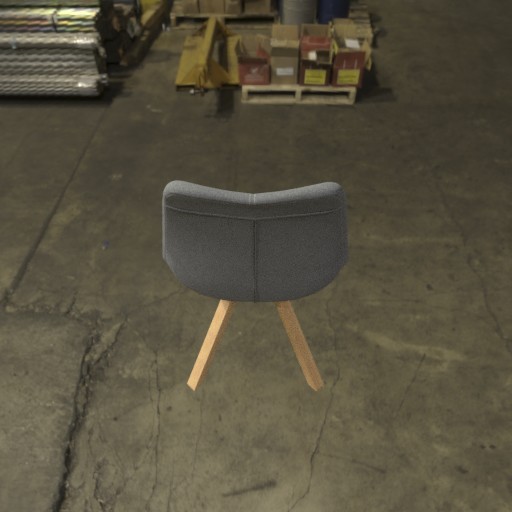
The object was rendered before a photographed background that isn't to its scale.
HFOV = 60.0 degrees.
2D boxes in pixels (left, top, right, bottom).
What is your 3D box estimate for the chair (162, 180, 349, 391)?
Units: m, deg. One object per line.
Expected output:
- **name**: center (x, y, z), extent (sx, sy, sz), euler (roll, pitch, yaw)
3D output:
- **chair**: center (0.000, 0.000, 1.228), extent (0.474, 0.863, 0.549), euler (1, 46, 1)
